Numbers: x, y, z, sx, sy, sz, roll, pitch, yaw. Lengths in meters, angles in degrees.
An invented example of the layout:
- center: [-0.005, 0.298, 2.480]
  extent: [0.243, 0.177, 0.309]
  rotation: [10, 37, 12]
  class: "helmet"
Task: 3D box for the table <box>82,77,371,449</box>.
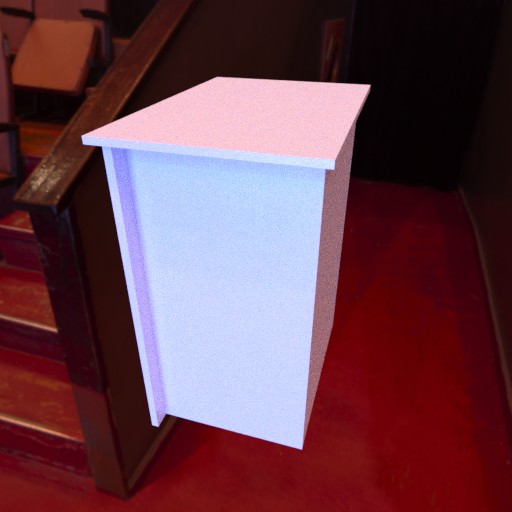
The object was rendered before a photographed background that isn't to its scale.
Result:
- center: [0.000, 0.000, 1.078]
  extent: [0.406, 0.711, 0.589]
  rotation: [9, 32, 15]
  class: "table"
